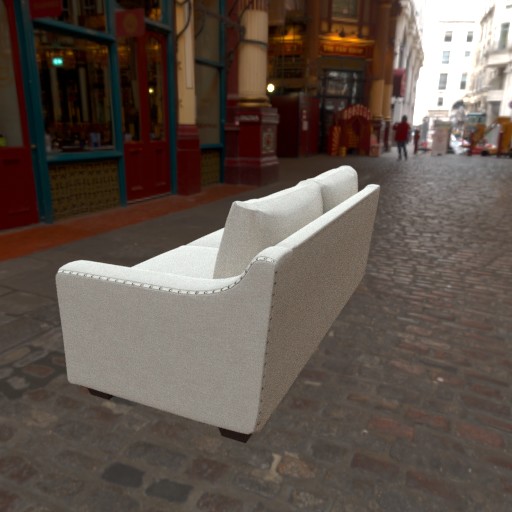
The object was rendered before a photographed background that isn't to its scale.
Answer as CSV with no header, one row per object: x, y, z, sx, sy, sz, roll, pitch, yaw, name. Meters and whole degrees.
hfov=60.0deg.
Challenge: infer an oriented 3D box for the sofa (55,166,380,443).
0.000,0.000,2.715,1.104,0.983,2.107,7,18,23,sofa
